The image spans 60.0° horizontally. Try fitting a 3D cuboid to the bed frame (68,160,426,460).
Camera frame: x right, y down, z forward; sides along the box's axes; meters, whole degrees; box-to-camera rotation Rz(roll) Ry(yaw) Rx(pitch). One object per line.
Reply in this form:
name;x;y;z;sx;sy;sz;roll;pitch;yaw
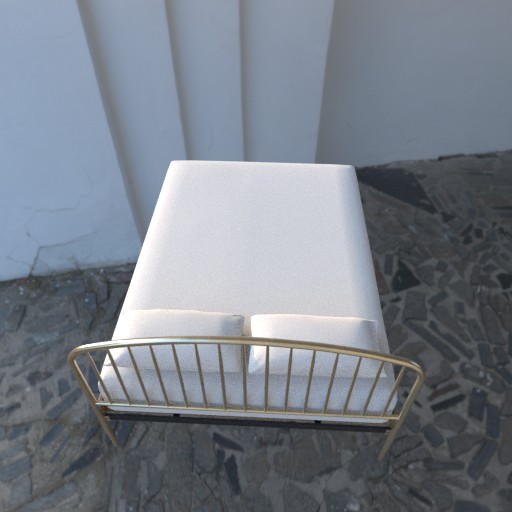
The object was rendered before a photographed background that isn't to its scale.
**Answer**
bed frame;0.000;0.000;2.972;1.612;1.175;2.152;2;45;2
